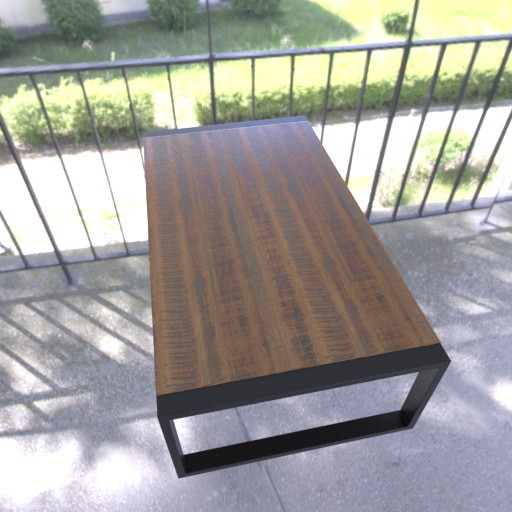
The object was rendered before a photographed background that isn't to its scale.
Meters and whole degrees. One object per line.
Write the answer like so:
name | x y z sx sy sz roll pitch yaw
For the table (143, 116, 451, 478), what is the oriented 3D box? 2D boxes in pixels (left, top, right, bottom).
table | 0.000 0.000 1.697 0.750 0.400 1.350 -8 45 -8
